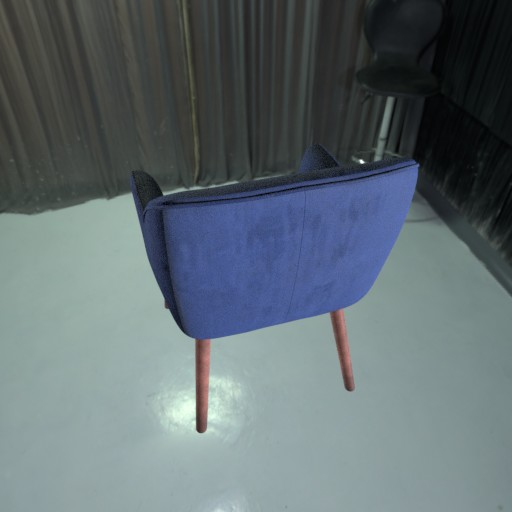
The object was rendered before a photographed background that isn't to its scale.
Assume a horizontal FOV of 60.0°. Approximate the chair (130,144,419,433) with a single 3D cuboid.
[{"bbox_3d":[0.000,0.000,1.242,0.600,0.820,0.600,-11,43,-12],"label":"chair"}]
